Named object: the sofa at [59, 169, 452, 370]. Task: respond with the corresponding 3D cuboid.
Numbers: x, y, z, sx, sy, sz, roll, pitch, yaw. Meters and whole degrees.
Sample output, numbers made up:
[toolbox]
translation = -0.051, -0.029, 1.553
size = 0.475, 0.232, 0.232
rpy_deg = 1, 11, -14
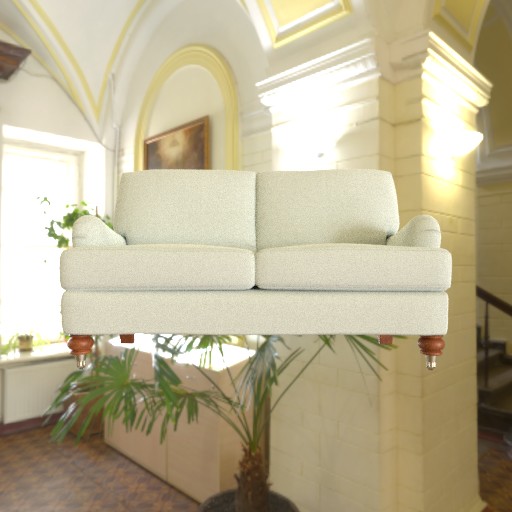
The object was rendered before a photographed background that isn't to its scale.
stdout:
[sofa]
translation = 0.000, 0.000, 2.523
size = 1.853, 1.101, 1.084
rpy_deg = 0, -1, 1
